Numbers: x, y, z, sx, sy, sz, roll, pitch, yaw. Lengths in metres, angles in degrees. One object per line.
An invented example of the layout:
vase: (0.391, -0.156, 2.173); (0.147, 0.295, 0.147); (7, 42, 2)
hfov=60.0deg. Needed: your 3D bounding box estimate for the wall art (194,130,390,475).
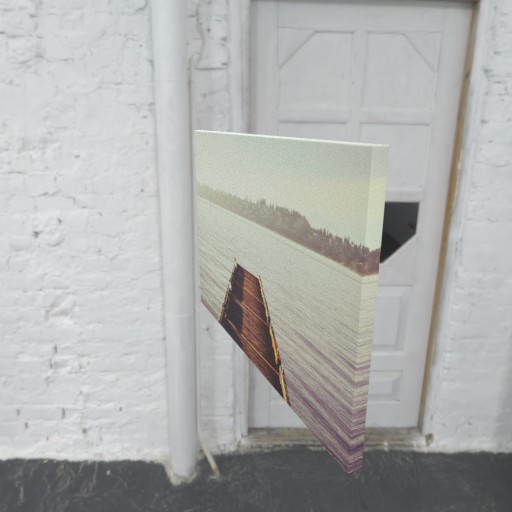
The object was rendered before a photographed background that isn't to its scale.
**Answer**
wall art: (0.000, 0.000, 1.449); (0.040, 0.765, 1.149); (-8, 19, -23)
